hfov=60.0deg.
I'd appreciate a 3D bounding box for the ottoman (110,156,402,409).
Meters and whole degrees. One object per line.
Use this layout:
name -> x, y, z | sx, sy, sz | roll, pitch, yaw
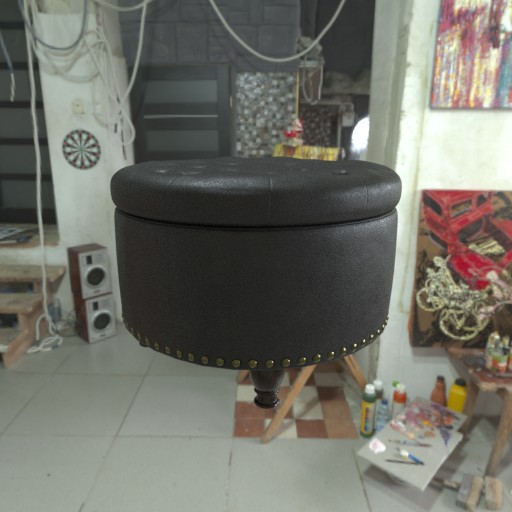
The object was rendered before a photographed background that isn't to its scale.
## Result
ottoman -> 0.000, 0.000, 1.062 | 0.637, 0.442, 0.637 | 0, 16, 0
